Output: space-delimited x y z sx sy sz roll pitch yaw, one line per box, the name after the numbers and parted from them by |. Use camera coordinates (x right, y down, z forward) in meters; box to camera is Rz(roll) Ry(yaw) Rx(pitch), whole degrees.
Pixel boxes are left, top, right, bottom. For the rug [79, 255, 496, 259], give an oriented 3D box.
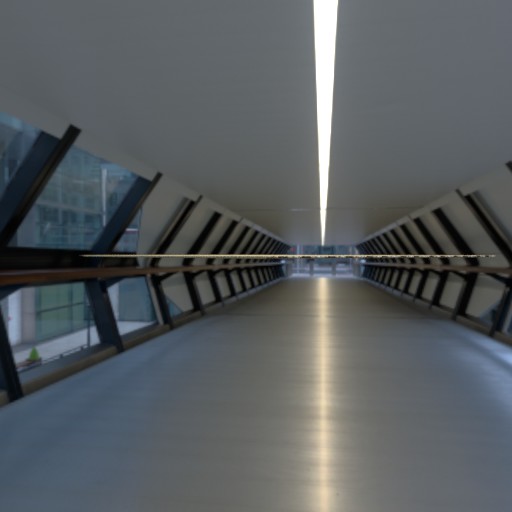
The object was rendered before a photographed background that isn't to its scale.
0.000 0.000 2.252 1.247 0.008 1.802 0 0 -37 | rug
